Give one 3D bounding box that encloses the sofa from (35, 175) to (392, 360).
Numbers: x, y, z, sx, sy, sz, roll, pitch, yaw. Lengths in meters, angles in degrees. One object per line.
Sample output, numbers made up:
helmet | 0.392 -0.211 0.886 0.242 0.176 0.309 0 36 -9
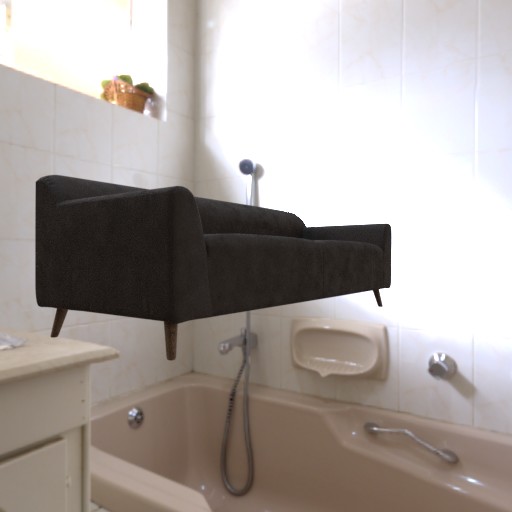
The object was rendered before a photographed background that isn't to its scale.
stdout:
sofa | 0.000 0.000 2.621 0.900 0.740 2.190 0 0 36
